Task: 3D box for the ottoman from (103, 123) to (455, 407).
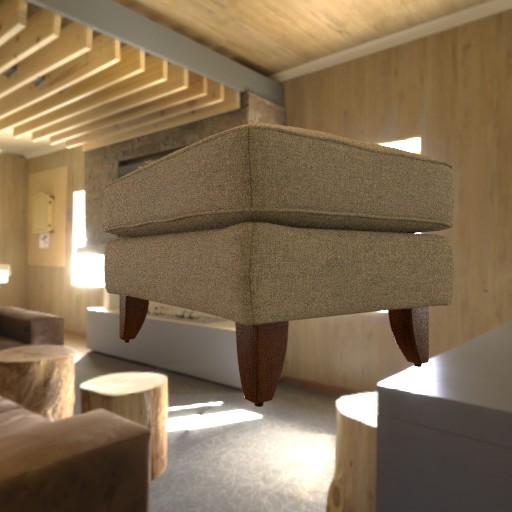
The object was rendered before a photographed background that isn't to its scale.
[{"bbox_3d":[0.000,0.000,1.278,0.661,0.561,0.889,0,0,-35],"label":"ottoman"}]
